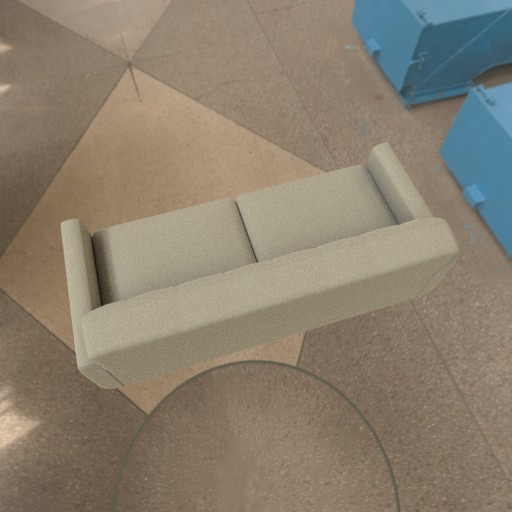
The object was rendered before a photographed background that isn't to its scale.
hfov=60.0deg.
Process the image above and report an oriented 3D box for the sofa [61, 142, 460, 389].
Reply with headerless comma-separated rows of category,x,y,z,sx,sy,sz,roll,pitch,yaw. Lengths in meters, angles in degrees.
sofa,0.000,0.000,2.688,2.137,0.892,0.980,-15,62,-8
